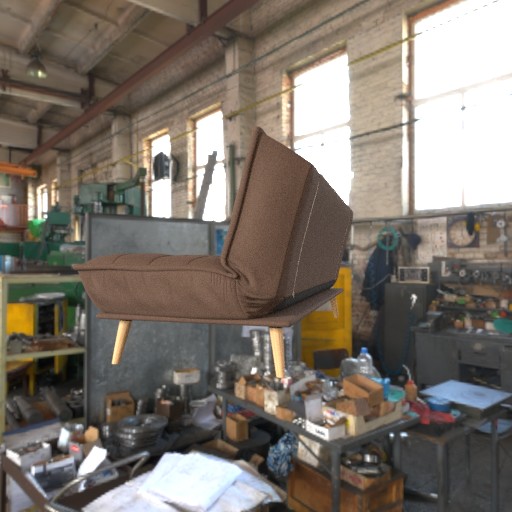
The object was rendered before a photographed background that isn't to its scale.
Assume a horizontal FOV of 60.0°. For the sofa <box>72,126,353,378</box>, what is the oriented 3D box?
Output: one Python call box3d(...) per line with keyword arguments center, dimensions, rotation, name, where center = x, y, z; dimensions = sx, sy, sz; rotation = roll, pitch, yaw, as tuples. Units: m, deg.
box3d(center=(0.000, 0.000, 2.529), dimensions=(0.950, 0.890, 1.940), rotation=(0, 0, 17), name="sofa")
